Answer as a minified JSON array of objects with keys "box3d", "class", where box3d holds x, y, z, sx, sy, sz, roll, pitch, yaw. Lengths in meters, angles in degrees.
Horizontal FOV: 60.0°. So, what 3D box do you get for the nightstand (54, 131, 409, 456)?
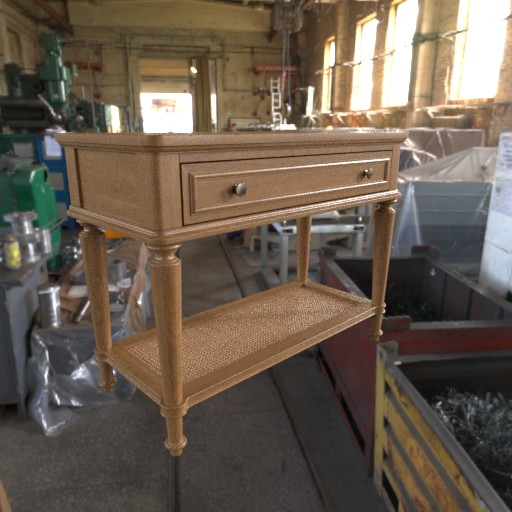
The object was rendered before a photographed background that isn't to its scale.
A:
[{"box3d":[0.000,0.000,1.305,0.914,0.700,0.432,-15,22,-41],"class":"nightstand"}]
